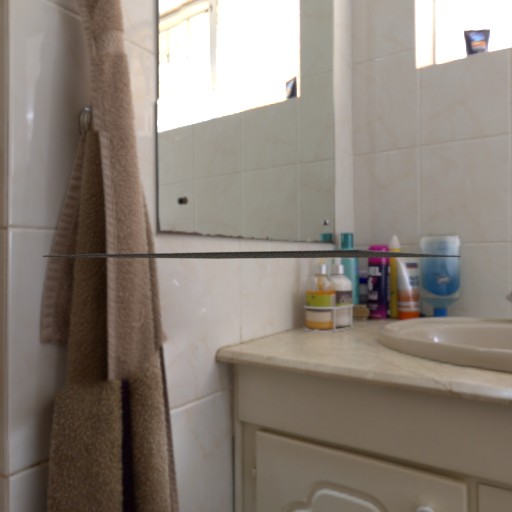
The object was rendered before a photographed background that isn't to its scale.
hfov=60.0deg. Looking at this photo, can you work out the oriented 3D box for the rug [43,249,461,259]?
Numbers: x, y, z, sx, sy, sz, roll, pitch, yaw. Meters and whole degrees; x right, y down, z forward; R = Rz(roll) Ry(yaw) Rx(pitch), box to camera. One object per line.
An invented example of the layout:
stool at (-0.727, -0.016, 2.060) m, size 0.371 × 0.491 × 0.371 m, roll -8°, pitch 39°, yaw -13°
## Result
rug at (0.000, 0.000, 4.138) m, size 3.068 × 0.021 × 2.456 m, roll -1°, pitch -1°, yaw 36°
